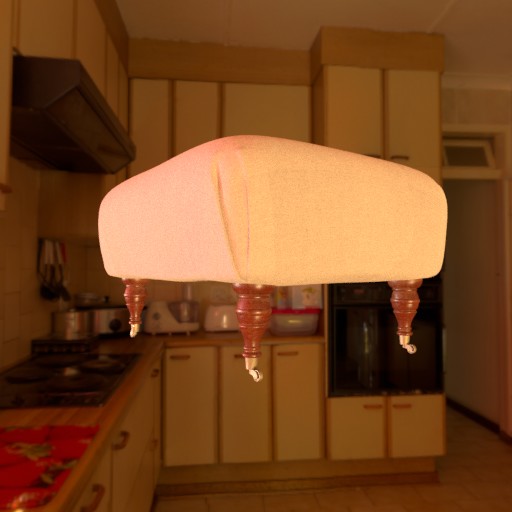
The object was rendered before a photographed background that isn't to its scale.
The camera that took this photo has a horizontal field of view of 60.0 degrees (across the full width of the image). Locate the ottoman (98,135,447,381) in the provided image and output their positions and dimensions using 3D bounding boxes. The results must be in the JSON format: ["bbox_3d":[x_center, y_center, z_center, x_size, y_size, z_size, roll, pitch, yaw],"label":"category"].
[{"bbox_3d":[0.000,0.000,1.129,0.622,0.450,0.746,1,-2,-36],"label":"ottoman"}]
